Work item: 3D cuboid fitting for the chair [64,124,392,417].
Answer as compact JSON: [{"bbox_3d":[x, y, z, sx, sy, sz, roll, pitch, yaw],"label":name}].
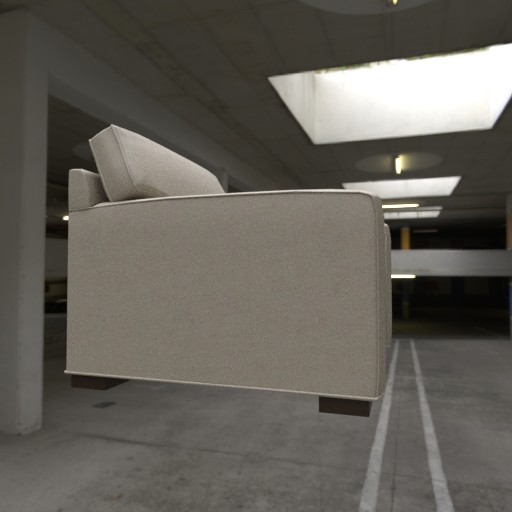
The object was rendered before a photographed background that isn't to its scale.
[{"bbox_3d":[0.000,0.000,1.816,1.043,0.913,0.998,-1,-2,18],"label":"chair"}]
